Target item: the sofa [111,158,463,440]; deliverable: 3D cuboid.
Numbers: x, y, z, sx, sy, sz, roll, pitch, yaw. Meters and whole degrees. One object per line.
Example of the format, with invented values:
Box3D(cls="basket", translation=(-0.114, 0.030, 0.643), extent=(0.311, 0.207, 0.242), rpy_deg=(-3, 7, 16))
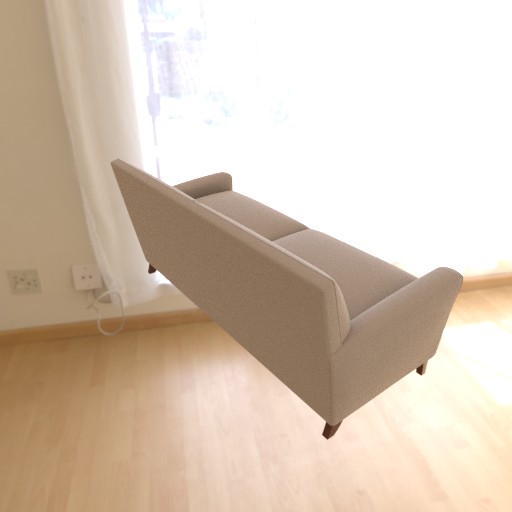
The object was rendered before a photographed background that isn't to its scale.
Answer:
Box3D(cls="sofa", translation=(0.000, 0.000, 2.532), extent=(0.875, 0.846, 2.000), rpy_deg=(-19, 33, -32))
